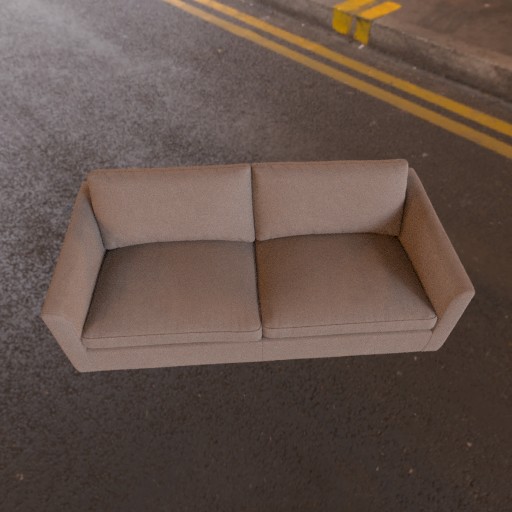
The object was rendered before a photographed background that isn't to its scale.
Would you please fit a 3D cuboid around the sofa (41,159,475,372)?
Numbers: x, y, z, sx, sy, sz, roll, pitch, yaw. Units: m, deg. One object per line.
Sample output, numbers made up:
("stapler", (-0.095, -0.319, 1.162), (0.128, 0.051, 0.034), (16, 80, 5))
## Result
("sofa", (0.000, 0.000, 2.776), (2.588, 0.838, 1.090), (-3, 47, -3))
